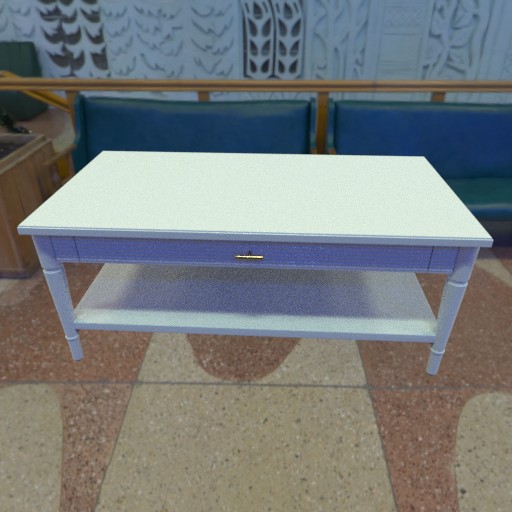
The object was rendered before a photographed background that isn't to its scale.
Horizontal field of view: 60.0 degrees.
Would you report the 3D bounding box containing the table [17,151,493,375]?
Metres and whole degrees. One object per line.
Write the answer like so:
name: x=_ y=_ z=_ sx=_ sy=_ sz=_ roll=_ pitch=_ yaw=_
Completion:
table: x=0.000 y=0.000 z=1.344 sx=1.067 sy=0.457 sz=0.559 roll=2 pitch=31 yaw=3
